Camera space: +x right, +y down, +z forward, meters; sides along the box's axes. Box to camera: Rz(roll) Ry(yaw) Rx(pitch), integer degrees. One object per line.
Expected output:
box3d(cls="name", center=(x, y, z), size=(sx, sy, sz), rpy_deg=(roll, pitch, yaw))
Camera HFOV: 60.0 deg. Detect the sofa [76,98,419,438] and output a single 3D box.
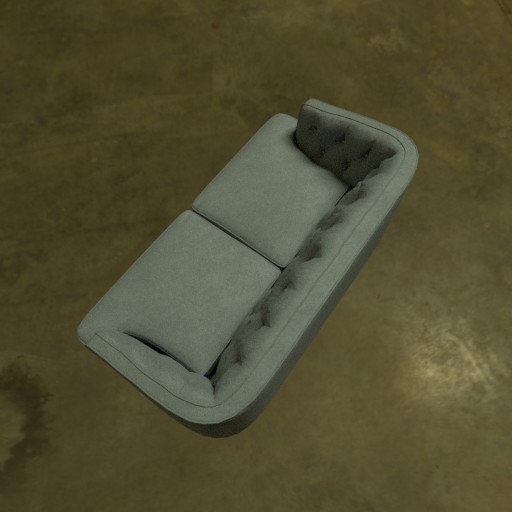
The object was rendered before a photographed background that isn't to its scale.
box3d(cls="sofa", center=(0.000, 0.000, 2.312), size=(0.941, 0.855, 1.733), rpy_deg=(33, 69, 15))
